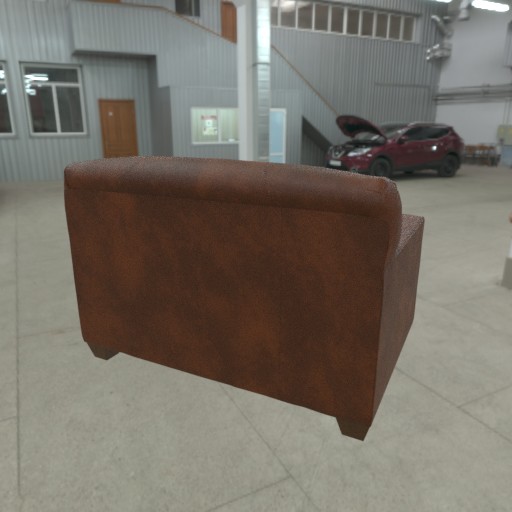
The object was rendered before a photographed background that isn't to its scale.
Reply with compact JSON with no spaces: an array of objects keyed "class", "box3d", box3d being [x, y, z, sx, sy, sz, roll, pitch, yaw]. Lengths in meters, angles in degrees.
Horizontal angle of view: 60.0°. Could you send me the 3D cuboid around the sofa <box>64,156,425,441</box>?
[{"class":"sofa","box3d":[0.000,0.000,2.098,1.413,0.956,1.000,8,19,26]}]
